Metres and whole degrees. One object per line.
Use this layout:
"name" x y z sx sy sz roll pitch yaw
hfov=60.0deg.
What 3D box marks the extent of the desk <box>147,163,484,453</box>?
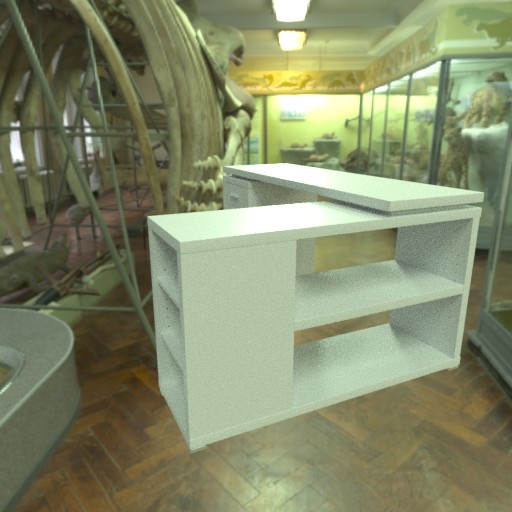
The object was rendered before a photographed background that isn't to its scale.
"desk" 0.000 0.000 2.204 1.200 0.753 1.524 -8 18 -25
